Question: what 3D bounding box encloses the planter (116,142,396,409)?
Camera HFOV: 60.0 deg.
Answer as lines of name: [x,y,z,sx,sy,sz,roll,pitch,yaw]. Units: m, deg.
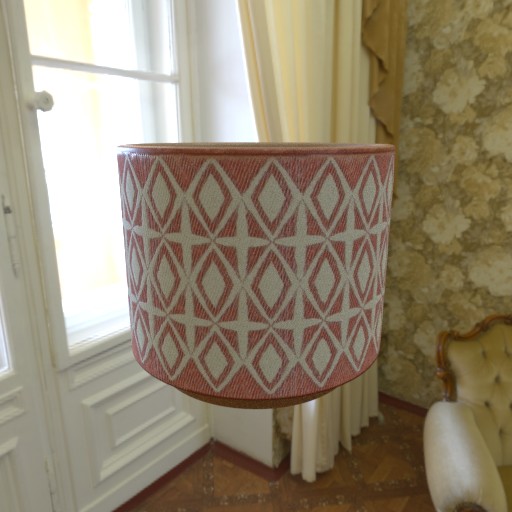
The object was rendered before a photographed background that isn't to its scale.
planter: [0.000,0.000,0.483,0.273,0.237,0.273,0,15,0]
